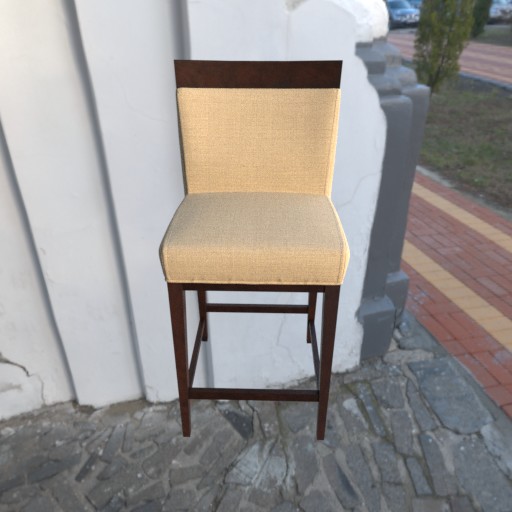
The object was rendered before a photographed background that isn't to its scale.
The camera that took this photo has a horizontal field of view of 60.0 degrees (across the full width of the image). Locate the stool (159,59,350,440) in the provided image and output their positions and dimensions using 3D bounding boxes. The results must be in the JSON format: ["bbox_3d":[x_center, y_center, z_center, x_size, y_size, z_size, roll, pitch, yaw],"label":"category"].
[{"bbox_3d":[0.000,0.000,1.429,0.511,1.117,0.531,1,30,1],"label":"stool"}]
